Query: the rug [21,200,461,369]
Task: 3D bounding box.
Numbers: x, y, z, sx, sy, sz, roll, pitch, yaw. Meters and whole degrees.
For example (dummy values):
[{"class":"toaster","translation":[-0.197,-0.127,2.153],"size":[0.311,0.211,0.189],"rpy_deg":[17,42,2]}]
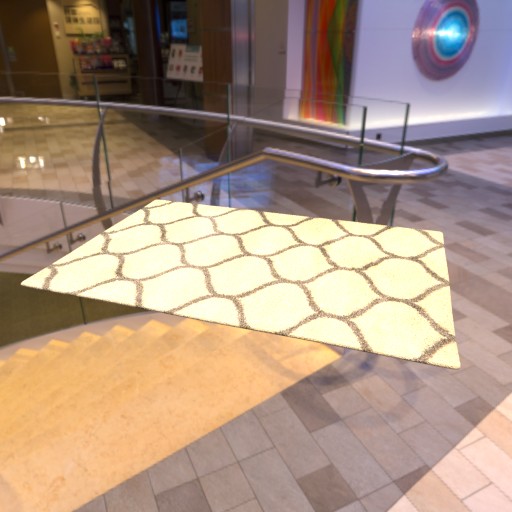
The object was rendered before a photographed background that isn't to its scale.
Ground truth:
[{"class":"rug","translation":[0.000,0.000,3.319],"size":[2.701,0.026,1.801],"rpy_deg":[8,27,16]}]
